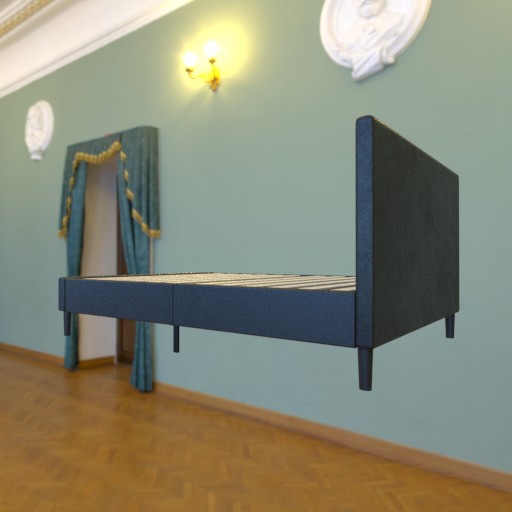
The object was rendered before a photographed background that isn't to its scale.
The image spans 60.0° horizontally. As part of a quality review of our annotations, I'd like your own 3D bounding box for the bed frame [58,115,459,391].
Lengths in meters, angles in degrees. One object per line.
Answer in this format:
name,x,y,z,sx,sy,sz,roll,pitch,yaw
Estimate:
bed frame,0.000,0.000,2.876,2.152,1.046,1.469,0,-1,36
